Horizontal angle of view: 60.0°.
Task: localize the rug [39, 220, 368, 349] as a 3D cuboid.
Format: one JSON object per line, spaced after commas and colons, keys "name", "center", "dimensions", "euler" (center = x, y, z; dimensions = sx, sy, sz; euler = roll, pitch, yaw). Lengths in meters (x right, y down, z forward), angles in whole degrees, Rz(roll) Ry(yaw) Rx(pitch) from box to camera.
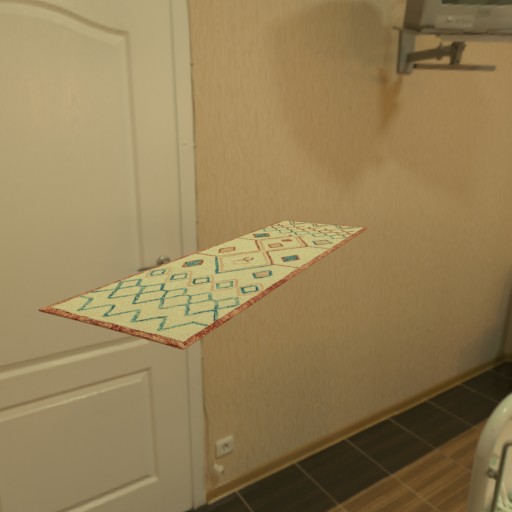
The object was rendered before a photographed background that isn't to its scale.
{"name": "rug", "center": [0.000, 0.000, 2.708], "dimensions": [0.750, 0.011, 2.435], "euler": [8, 16, 27]}
